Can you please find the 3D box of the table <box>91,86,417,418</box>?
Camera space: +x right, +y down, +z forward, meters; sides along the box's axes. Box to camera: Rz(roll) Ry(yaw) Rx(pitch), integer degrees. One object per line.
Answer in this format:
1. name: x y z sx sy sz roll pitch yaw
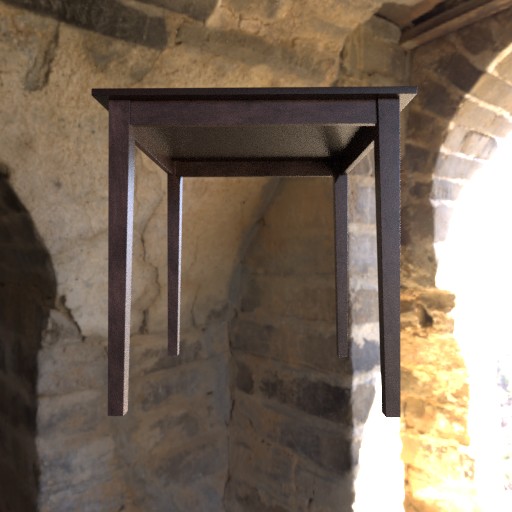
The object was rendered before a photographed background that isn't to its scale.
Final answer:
1. table: 0.000 0.000 1.390 0.749 0.770 0.749 0 0 1
